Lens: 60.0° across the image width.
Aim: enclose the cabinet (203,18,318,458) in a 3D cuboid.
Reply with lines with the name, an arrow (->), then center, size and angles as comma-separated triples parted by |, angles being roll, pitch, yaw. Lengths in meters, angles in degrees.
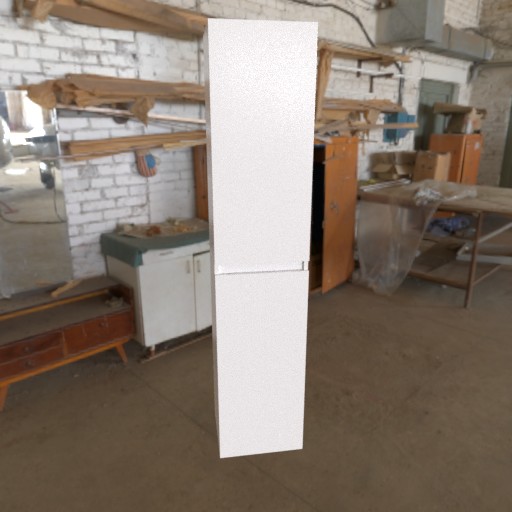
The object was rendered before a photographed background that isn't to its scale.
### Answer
cabinet -> 0.000, 0.000, 1.516 | 0.300, 1.400, 0.269 | -3, 17, -9
